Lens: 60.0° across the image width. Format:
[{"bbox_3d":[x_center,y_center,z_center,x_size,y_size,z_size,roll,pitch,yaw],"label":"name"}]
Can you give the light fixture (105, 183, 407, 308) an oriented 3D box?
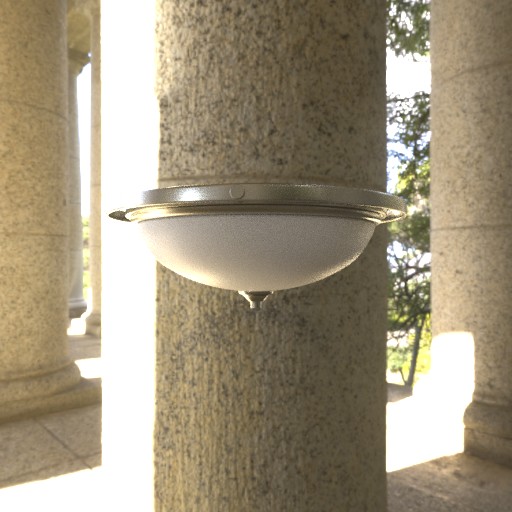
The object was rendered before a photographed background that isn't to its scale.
[{"bbox_3d":[0.000,0.000,0.560,0.361,0.130,0.361,0,-1,0],"label":"light fixture"}]
